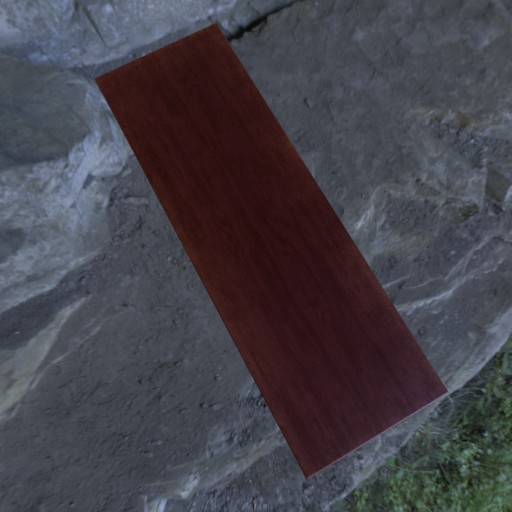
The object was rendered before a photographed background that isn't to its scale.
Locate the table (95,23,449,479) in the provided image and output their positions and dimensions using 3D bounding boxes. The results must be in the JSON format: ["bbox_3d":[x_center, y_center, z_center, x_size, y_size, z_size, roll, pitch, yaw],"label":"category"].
[{"bbox_3d":[0.000,0.000,1.507,0.392,0.739,1.188,-28,78,-7],"label":"table"}]
